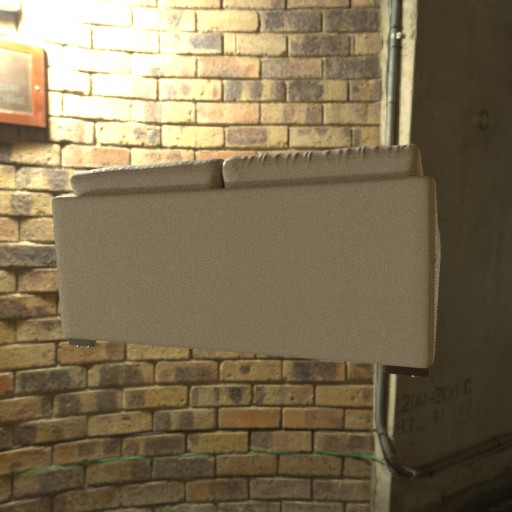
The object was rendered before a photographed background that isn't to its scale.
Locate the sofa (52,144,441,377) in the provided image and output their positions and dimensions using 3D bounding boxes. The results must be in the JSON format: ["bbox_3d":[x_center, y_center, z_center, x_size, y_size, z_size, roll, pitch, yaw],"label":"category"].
[{"bbox_3d":[0.000,0.000,2.461,1.880,0.940,1.143,0,1,20],"label":"sofa"}]
